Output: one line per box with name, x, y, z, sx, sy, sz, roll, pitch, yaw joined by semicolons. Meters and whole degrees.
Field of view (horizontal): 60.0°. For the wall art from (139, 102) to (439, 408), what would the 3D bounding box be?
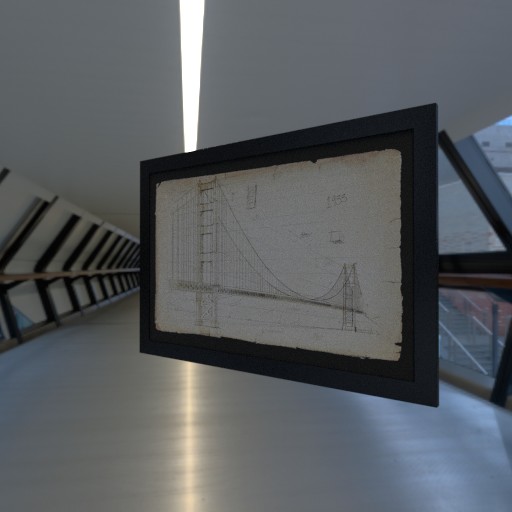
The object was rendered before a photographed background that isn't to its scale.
wall art;0.000;0.000;0.847;0.660;0.447;0.013;0;-1;36
